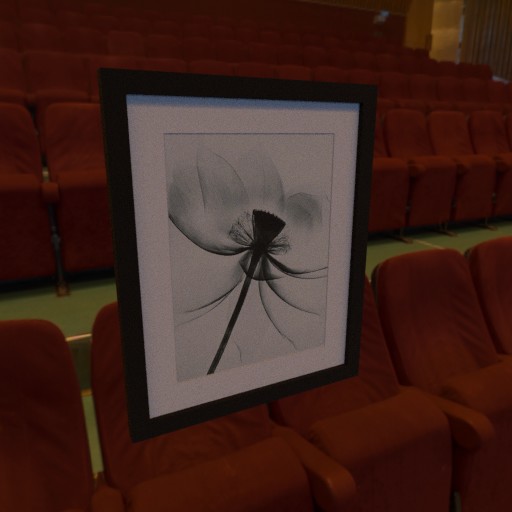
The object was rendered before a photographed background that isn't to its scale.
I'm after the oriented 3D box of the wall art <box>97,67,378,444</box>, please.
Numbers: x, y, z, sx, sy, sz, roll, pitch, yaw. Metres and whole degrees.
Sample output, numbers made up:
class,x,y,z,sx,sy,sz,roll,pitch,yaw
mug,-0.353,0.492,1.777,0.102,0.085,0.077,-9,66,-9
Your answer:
class,x,y,z,sx,sy,sz,roll,pitch,yaw
wall art,0.000,0.000,0.747,0.457,0.559,0.029,-8,17,-26
